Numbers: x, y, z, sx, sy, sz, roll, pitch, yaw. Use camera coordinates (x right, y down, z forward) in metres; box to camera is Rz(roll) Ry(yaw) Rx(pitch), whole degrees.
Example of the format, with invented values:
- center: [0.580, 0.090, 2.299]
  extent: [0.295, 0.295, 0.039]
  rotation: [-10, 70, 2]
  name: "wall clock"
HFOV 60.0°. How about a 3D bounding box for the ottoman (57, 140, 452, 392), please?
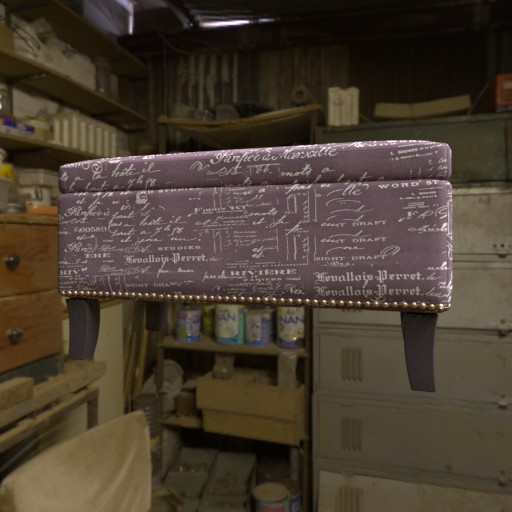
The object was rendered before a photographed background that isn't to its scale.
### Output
- center: [0.000, 0.000, 1.046]
  extent: [0.813, 0.457, 0.406]
  rotation: [1, 2, 17]
  name: "ottoman"
